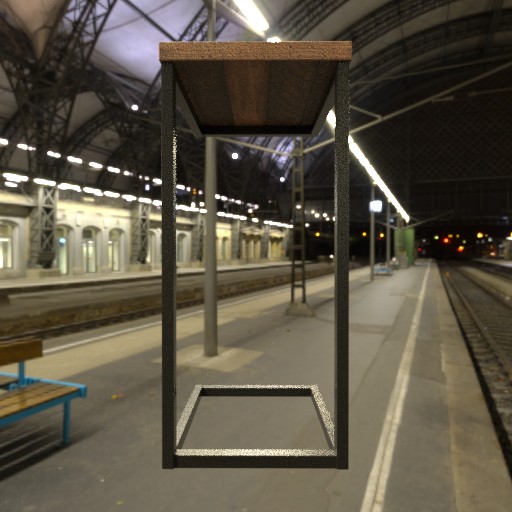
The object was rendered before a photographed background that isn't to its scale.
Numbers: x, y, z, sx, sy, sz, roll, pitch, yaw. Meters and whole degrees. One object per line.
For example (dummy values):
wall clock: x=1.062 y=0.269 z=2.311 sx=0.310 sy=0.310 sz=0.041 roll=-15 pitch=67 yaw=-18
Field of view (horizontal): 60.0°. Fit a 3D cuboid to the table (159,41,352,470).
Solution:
table: x=0.000 y=0.000 z=0.946 sx=0.323 sy=0.718 sz=0.414 roll=0 pitch=1 yaw=0
